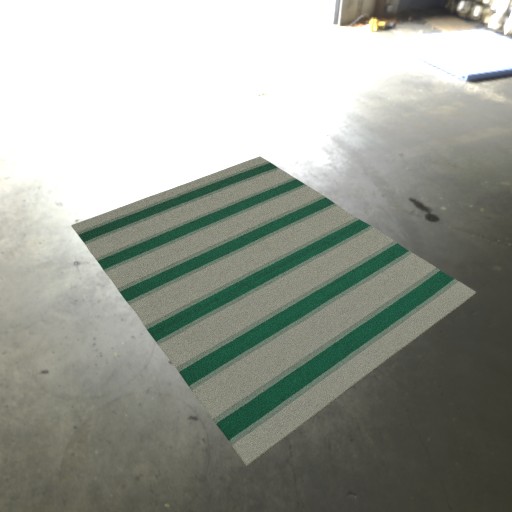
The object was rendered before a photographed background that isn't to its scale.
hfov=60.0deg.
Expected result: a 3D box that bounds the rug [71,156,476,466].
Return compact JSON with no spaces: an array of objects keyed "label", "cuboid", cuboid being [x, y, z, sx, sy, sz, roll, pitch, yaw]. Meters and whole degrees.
[{"label":"rug","cuboid":[0.000,0.000,4.148,2.434,0.019,3.041,-26,47,-27]}]
